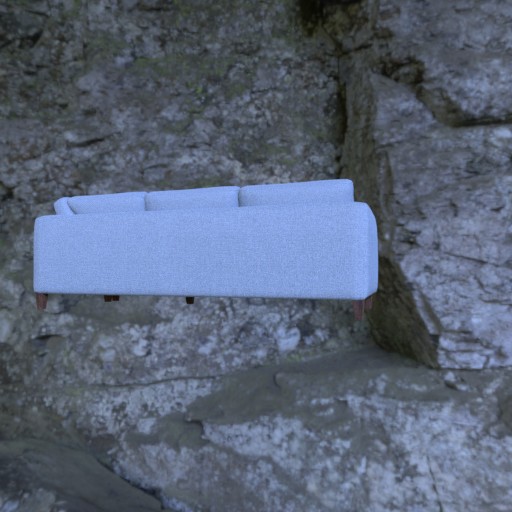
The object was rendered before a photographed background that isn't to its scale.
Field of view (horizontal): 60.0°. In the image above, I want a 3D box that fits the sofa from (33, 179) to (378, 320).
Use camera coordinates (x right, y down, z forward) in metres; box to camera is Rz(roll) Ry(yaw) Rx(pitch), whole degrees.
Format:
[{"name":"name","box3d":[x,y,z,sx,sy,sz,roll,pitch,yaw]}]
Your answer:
[{"name":"sofa","box3d":[0.000,0.000,4.614,2.551,0.889,3.403,-1,-2,18]}]
